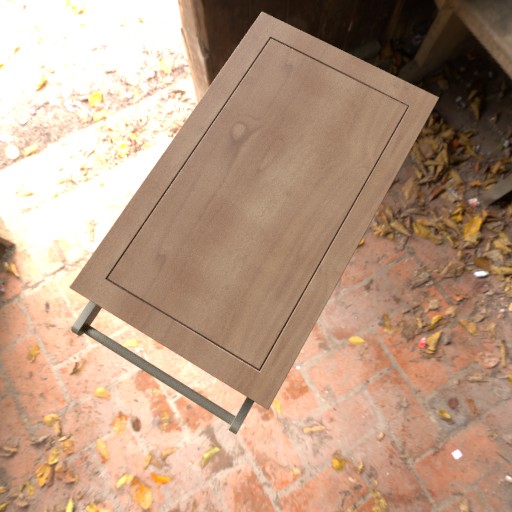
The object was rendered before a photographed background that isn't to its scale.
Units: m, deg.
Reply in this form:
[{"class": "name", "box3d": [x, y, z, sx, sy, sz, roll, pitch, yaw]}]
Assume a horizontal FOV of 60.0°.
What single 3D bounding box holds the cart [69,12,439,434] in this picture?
[{"class": "cart", "box3d": [0.000, 0.000, 1.360, 0.459, 0.901, 0.840, 30, 77, 7]}]
